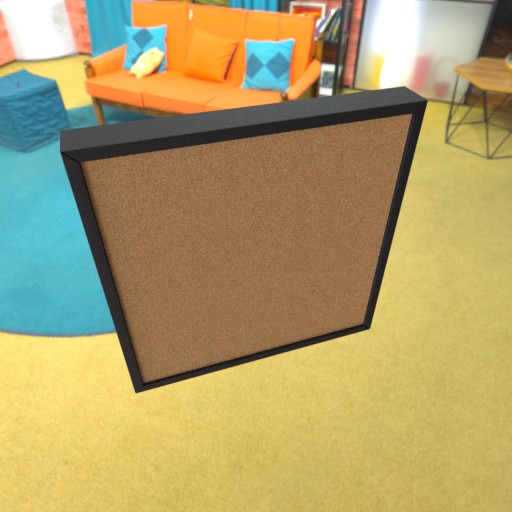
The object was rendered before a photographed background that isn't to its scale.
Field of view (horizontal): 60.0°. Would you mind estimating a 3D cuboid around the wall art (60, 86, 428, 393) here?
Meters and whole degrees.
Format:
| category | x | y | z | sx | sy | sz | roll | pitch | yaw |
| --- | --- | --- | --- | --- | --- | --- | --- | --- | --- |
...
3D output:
| category | x | y | z | sx | sy | sz | roll | pitch | yaw |
| --- | --- | --- | --- | --- | --- | --- | --- | --- | --- |
| wall art | 0.000 | 0.000 | 0.461 | 0.305 | 0.305 | 0.037 | -12 | 42 | -14 |
